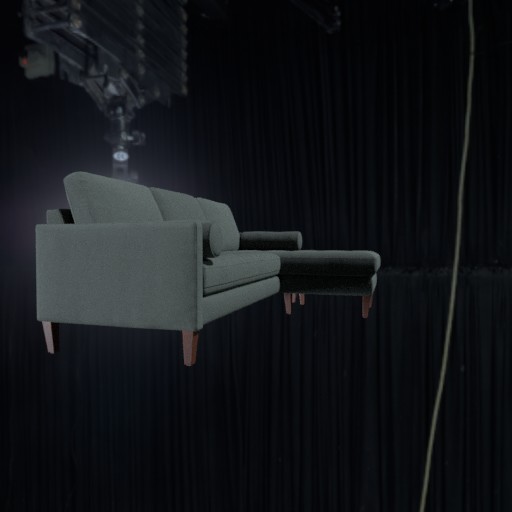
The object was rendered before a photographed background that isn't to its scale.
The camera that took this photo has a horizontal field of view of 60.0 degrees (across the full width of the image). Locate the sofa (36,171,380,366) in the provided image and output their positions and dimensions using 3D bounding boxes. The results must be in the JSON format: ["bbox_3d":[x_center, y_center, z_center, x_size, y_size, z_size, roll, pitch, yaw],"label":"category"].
[{"bbox_3d":[0.000,0.000,2.881,1.506,0.876,2.178,1,2,17],"label":"sofa"}]
